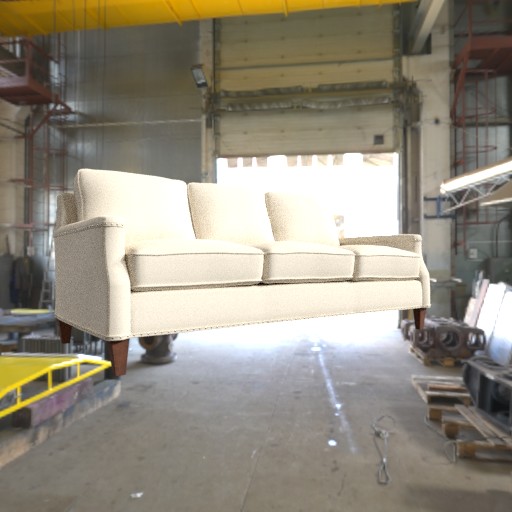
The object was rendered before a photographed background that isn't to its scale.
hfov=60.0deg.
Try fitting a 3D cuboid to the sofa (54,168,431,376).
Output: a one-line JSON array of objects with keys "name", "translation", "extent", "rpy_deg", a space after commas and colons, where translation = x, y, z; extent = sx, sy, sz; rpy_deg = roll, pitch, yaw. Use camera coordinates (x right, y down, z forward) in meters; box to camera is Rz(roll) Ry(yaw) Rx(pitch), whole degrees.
[{"name": "sofa", "translation": [0.000, 0.000, 2.828], "extent": [2.246, 1.003, 1.084], "rpy_deg": [1, -1, -36]}]
